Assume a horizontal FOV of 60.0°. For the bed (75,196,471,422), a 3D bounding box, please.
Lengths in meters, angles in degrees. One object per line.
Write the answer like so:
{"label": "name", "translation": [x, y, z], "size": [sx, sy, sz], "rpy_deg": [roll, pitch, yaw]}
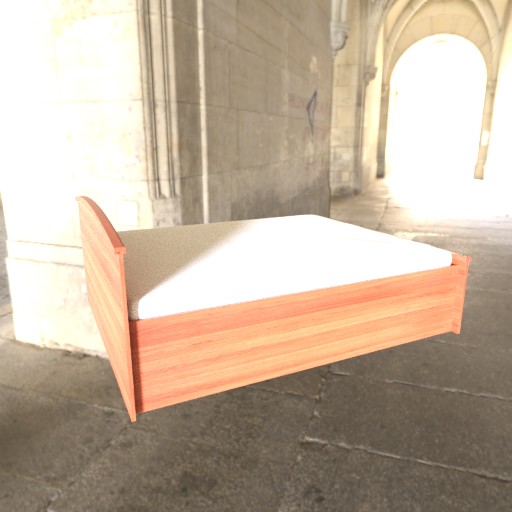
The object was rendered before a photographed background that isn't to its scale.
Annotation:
{"label": "bed", "translation": [0.000, 0.000, 2.966], "size": [2.053, 0.848, 1.683], "rpy_deg": [-7, 17, -25]}
